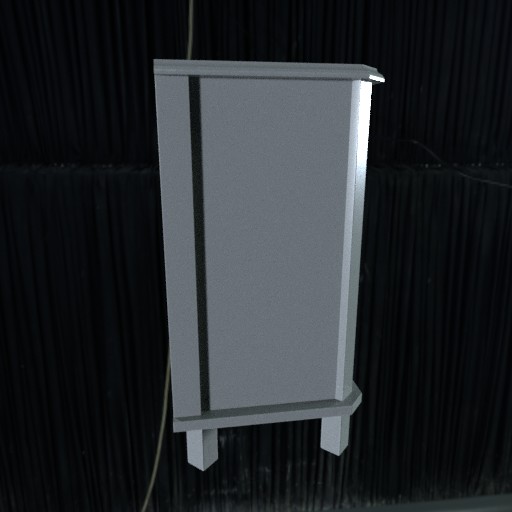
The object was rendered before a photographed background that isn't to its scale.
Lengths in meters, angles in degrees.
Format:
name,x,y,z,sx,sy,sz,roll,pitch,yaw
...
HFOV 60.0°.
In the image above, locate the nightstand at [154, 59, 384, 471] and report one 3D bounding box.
name,x,y,z,sx,sy,sz,roll,pitch,yaw
nightstand,0.000,0.000,0.914,0.348,0.680,0.435,-2,15,-9
